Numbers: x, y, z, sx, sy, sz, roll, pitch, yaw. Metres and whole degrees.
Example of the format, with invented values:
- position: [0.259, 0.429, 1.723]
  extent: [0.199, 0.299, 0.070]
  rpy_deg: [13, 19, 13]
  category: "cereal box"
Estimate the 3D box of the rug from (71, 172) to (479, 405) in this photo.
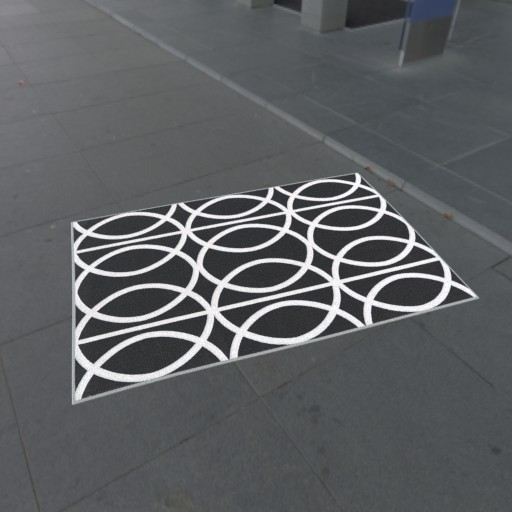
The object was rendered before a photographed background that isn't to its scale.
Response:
- position: [0.000, 0.000, 2.884]
  extent: [2.290, 0.014, 1.526]
  rpy_deg: [-12, 42, -13]
  category: "rug"
